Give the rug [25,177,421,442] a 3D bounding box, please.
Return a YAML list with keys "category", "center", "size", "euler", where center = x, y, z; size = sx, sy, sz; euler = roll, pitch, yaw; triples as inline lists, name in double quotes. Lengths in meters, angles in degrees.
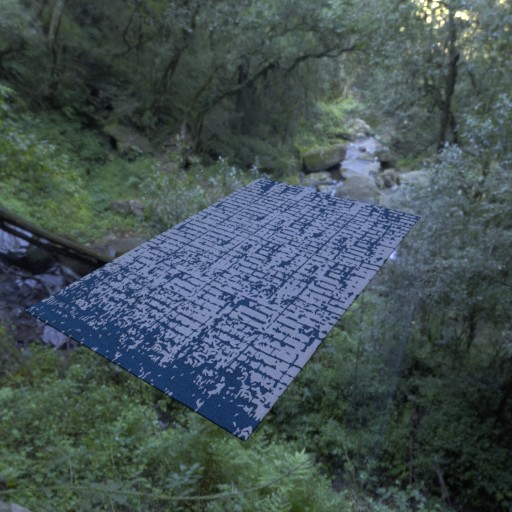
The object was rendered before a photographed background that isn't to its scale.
- category: "rug"
  center: [0.000, 0.000, 3.004]
  size: [1.517, 0.011, 2.435]
  euler: [19, 36, 28]
